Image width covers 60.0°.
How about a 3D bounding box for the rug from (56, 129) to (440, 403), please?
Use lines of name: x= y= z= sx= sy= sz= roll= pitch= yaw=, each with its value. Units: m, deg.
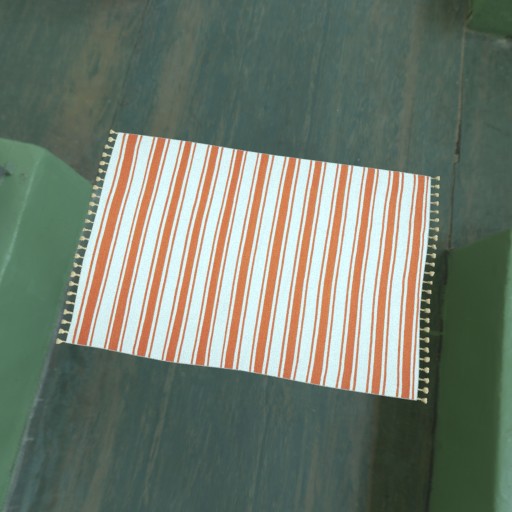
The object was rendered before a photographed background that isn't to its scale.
rug: x=0.000 y=0.000 z=3.014 sx=2.433 sy=0.022 sz=1.556 roll=9 pitch=76 yaw=2
